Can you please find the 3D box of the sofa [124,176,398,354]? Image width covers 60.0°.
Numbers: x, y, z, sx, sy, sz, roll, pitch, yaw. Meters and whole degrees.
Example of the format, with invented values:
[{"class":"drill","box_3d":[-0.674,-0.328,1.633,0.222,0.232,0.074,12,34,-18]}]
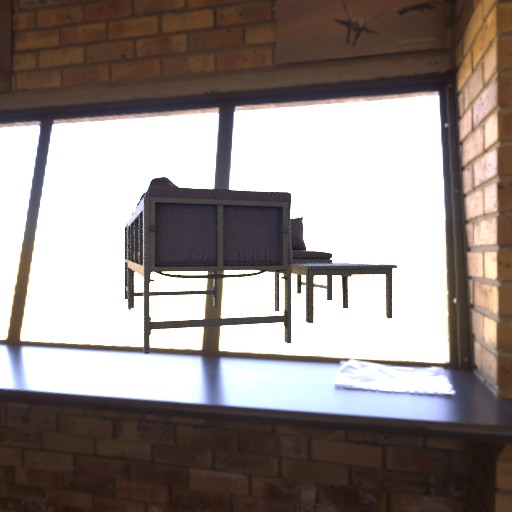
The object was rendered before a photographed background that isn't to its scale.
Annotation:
[{"class":"sofa","box_3d":[0.000,0.000,3.040,1.658,0.762,2.149,0,1,-19]}]
